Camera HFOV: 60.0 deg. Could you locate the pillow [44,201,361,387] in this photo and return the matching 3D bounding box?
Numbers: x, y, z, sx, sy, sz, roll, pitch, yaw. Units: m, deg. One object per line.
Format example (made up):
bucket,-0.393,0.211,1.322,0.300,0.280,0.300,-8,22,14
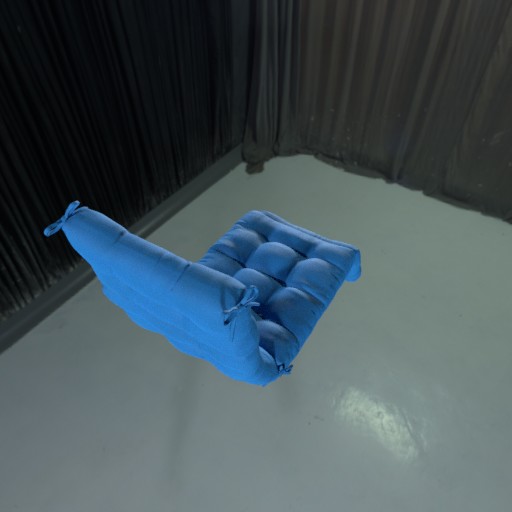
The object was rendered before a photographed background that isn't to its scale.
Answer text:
pillow,0.000,0.000,1.480,0.526,0.863,1.016,24,51,22
